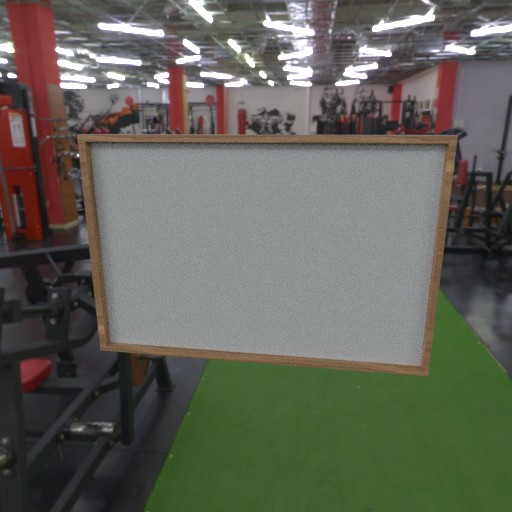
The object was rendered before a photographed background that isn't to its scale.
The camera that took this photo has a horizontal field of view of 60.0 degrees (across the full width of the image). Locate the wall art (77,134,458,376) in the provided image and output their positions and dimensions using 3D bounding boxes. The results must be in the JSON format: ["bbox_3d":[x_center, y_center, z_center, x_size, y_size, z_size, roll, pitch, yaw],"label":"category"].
[{"bbox_3d":[0.000,0.000,1.433,1.137,0.756,0.034,3,16,9],"label":"wall art"}]
